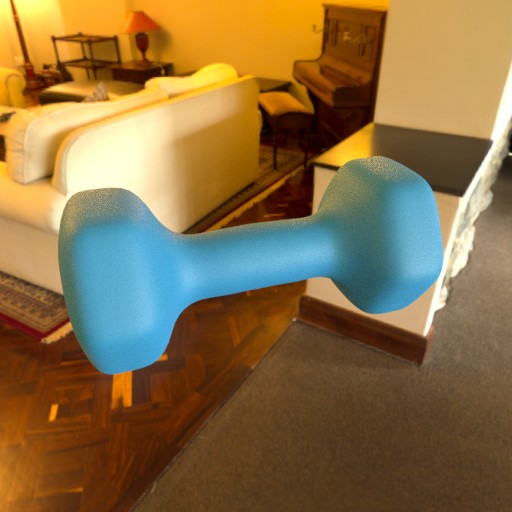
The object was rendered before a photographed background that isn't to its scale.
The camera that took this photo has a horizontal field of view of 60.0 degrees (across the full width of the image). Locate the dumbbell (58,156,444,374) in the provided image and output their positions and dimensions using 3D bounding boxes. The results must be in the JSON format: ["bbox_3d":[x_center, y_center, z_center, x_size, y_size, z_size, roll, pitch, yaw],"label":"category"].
[{"bbox_3d":[0.000,0.000,0.189,0.152,0.066,0.074,-9,32,-15],"label":"dumbbell"}]
